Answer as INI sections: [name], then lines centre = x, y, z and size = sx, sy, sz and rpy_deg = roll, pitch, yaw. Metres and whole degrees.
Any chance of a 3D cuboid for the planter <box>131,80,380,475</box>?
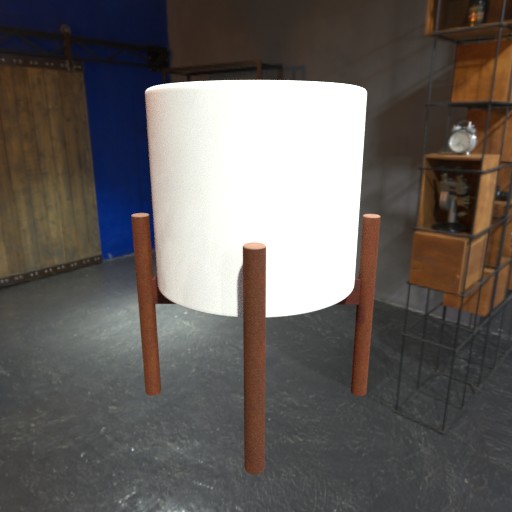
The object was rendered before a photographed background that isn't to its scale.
[planter]
centre = 0.000, 0.000, 0.509
size = 0.224, 0.358, 0.224
rpy_deg = -16, 23, -42
